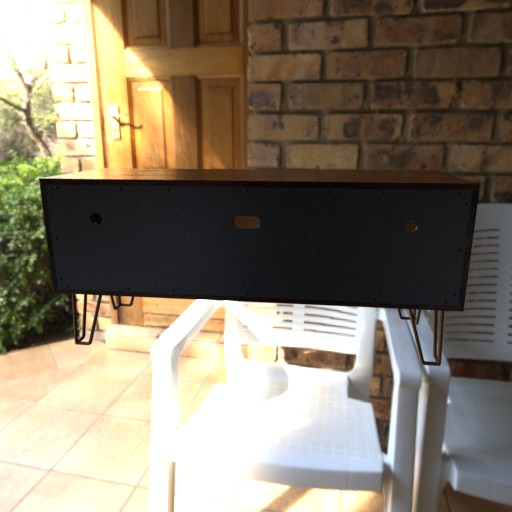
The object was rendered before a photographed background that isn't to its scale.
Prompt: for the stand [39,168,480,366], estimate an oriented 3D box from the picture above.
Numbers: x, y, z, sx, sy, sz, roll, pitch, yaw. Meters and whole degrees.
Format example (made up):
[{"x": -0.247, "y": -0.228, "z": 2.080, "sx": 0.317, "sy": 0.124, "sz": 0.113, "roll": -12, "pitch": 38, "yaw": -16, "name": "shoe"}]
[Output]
[{"x": 0.000, "y": 0.000, "z": 1.677, "sx": 1.372, "sy": 0.610, "sz": 0.481, "roll": 2, "pitch": 15, "yaw": 7, "name": "stand"}]
